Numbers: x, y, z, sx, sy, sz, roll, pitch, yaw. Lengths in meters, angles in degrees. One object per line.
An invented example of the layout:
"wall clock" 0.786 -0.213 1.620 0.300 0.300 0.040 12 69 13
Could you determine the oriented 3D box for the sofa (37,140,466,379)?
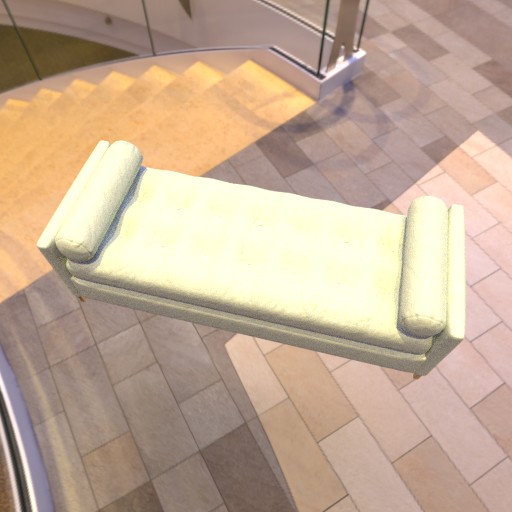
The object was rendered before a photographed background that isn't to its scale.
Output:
"sofa" 0.000 0.000 2.518 2.102 0.705 0.796 12 58 7
